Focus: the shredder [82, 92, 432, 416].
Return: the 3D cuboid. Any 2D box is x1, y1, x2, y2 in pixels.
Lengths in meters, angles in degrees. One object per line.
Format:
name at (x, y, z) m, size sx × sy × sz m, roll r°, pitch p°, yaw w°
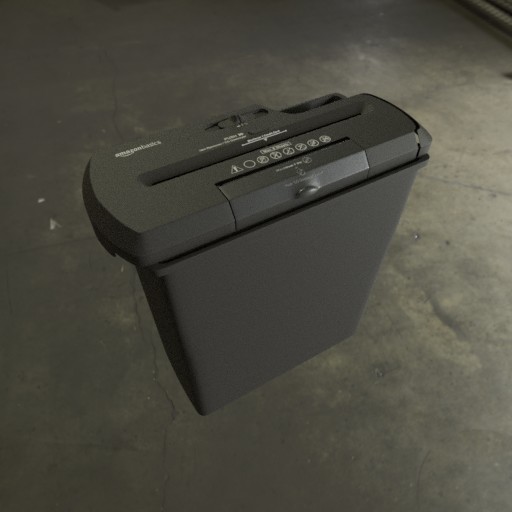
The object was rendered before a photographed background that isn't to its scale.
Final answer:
shredder at (0.000, 0.000, 0.520) m, size 0.320 × 0.335 × 0.170 m, roll -23°, pitch 52°, yaw -20°
